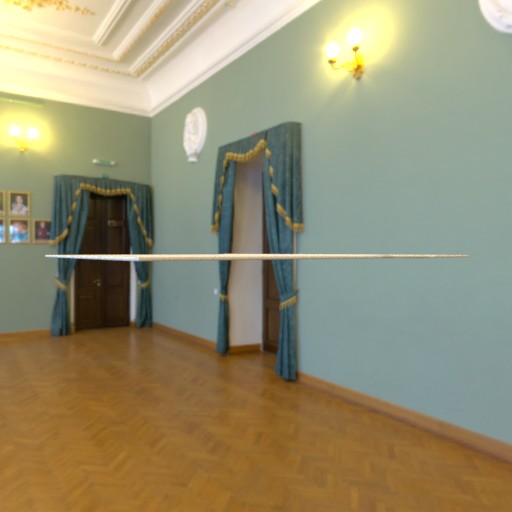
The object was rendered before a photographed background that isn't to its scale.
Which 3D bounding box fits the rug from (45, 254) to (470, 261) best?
[{"bbox_3d":[0.000,0.000,4.737,3.659,0.037,2.734,0,1,-36],"label":"rug"}]
